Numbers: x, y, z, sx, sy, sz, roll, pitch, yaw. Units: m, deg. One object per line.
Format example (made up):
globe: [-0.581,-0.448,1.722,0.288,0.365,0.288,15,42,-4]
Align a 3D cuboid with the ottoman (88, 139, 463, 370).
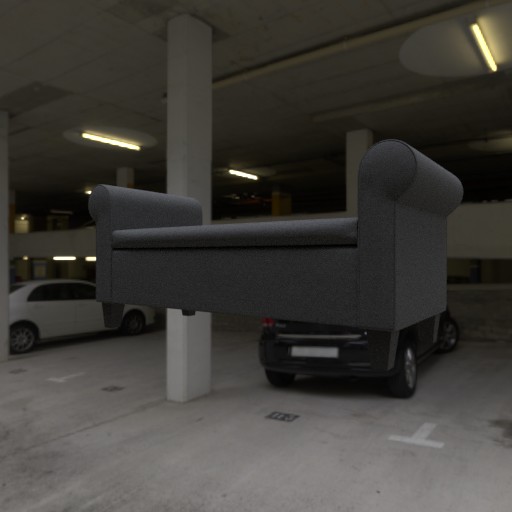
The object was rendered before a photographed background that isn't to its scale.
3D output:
ottoman: [0.000,0.000,1.565,1.256,0.547,0.521,0,0,36]
